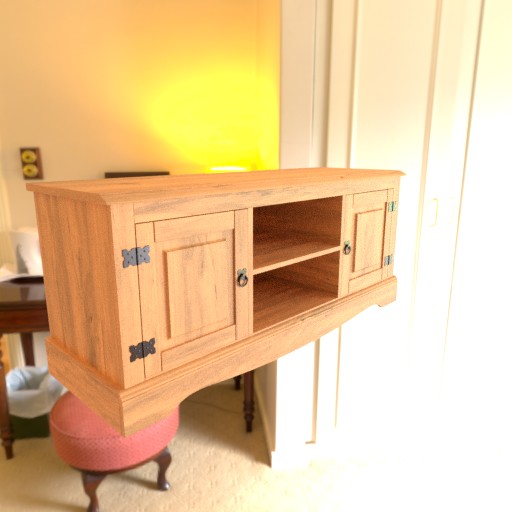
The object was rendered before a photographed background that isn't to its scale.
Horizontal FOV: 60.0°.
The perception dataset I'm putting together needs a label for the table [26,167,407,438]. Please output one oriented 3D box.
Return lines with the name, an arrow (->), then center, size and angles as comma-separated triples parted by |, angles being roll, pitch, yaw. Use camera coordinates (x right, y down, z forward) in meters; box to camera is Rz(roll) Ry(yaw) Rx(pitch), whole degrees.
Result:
table -> 0.000, 0.000, 1.423 | 0.400, 0.510, 1.200 | 13, 19, 43
